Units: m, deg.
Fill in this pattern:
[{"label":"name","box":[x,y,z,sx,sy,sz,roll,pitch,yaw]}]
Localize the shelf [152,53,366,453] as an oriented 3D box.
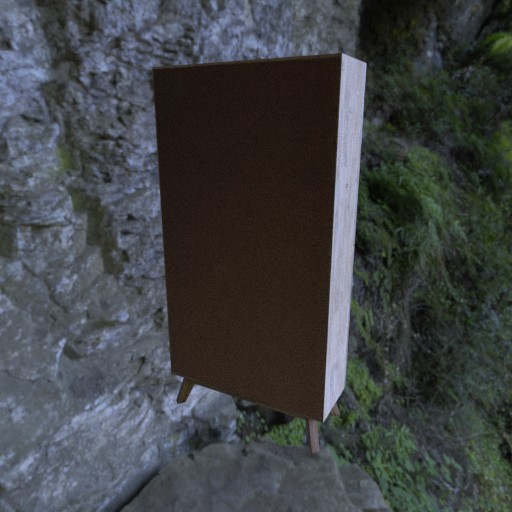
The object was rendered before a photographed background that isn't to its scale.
[{"label":"shelf","box":[0.000,0.000,1.848,0.748,1.471,0.308,9,19,27]}]
